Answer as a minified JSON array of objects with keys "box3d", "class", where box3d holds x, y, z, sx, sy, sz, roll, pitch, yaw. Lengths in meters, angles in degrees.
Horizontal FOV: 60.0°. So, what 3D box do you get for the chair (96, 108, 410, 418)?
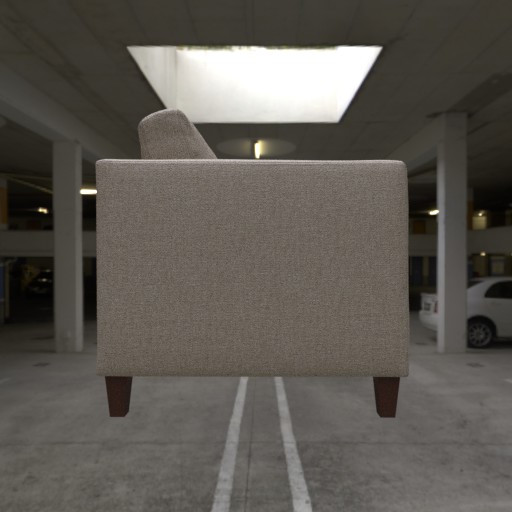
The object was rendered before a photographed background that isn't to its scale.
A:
[{"box3d":[0.000,0.000,1.821,0.959,0.961,1.107,0,1,0],"class":"chair"}]
